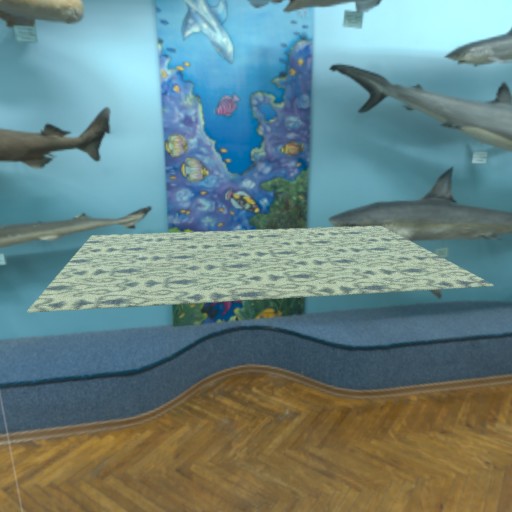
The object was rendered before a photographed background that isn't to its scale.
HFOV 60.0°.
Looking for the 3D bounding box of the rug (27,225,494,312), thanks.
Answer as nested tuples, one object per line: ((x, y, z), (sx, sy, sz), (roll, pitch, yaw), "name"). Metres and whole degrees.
((0.000, 0.000, 2.030), (1.652, 0.006, 1.035), (-2, 17, -8), "rug")
